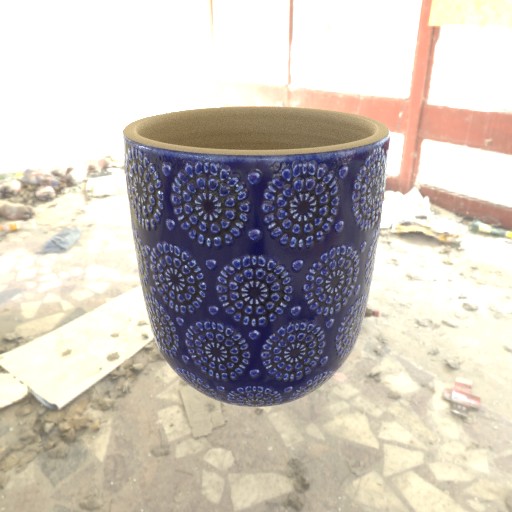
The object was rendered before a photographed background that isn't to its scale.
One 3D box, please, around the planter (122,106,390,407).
[{"bbox_3d":[0.000,0.000,0.354,0.184,0.206,0.184,0,26,0],"label":"planter"}]
